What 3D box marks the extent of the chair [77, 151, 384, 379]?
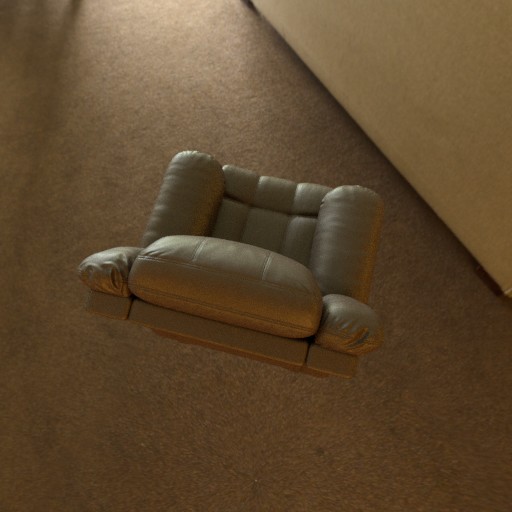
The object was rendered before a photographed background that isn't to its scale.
[{"bbox_3d":[0.000,0.000,1.739,0.899,1.009,0.934,13,64,7],"label":"chair"}]
